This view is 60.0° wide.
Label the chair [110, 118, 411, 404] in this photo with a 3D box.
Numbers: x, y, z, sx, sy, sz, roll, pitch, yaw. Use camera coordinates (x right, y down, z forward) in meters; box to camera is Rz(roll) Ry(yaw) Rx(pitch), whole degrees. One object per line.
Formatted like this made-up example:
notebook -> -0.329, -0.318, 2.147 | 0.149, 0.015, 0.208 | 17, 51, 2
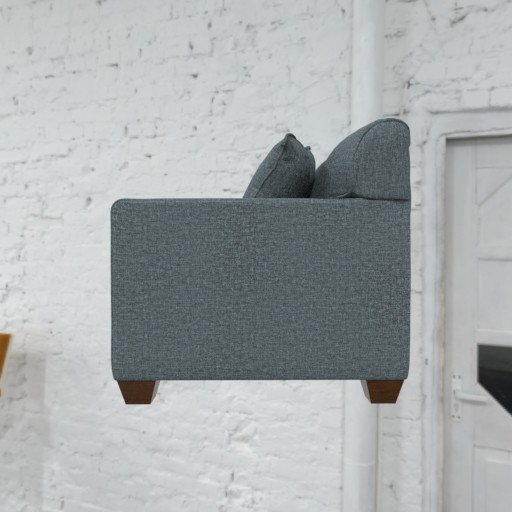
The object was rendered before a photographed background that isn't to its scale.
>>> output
chair -> 0.000, 0.000, 2.070 | 1.000, 0.948, 1.383 | 0, 0, -1
